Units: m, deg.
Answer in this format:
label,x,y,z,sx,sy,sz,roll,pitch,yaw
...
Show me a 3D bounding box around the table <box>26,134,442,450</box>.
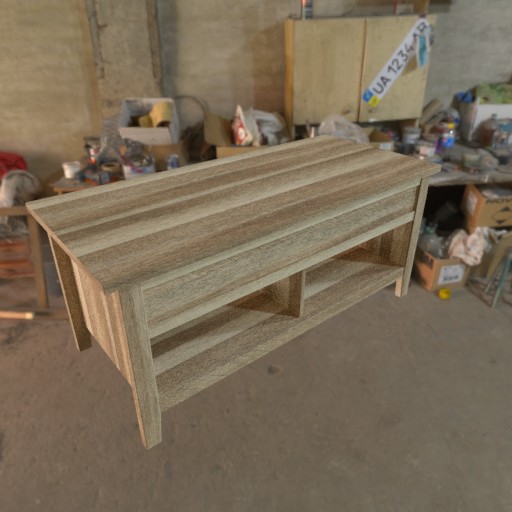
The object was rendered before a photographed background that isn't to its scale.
label,x,y,z,sx,sy,sz,roll,pitch,yaw
table,0.000,0.000,1.366,1.095,0.480,0.493,-22,36,-33
